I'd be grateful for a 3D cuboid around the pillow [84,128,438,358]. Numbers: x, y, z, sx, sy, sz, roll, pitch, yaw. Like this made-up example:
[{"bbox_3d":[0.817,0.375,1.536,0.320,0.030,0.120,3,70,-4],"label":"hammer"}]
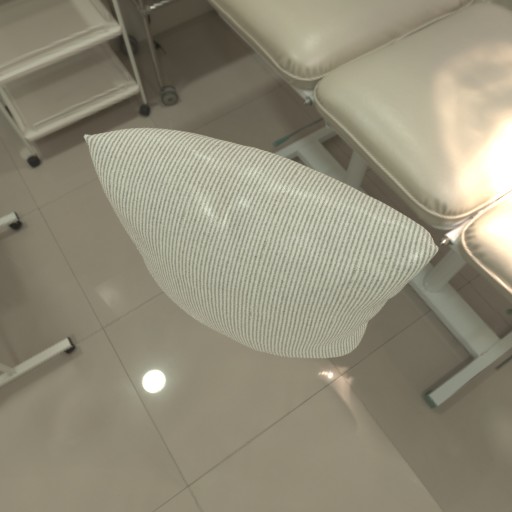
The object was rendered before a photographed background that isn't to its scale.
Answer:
[{"bbox_3d":[0.000,0.000,0.711,0.310,0.432,0.387,-31,68,-14],"label":"pillow"}]
